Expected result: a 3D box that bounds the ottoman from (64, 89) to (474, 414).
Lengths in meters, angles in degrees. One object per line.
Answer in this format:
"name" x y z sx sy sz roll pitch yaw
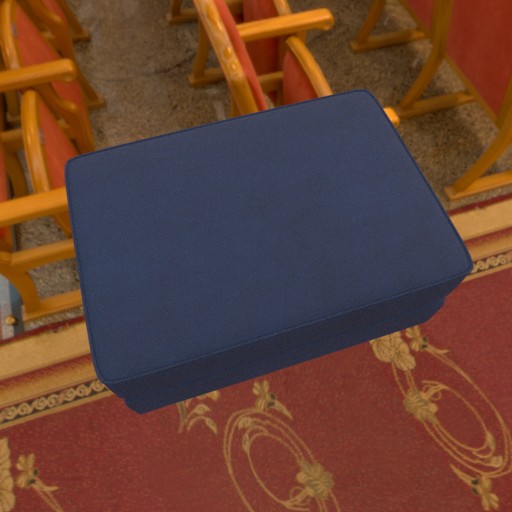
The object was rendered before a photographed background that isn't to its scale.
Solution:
"ottoman" 0.000 0.000 1.402 0.965 0.584 0.686 -16 64 -8
